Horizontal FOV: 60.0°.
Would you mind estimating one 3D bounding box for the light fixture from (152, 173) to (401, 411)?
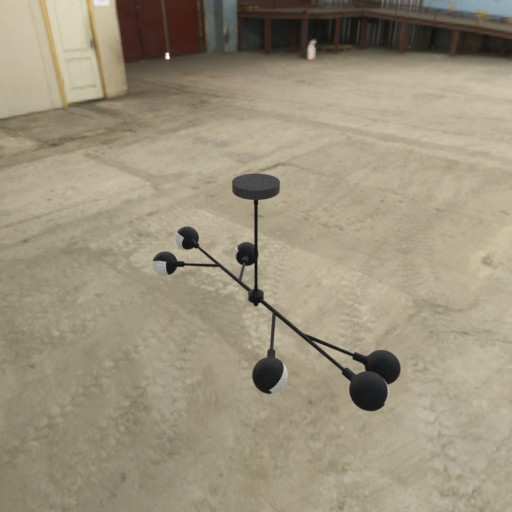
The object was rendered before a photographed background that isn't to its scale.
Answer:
[{"bbox_3d":[0.000,0.000,1.023,0.434,0.362,0.778,-10,31,-16],"label":"light fixture"}]
